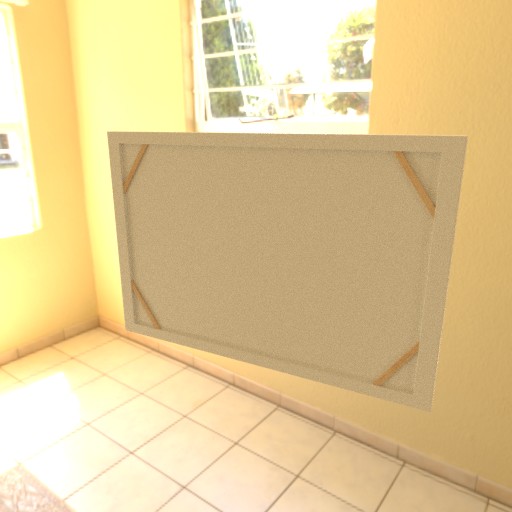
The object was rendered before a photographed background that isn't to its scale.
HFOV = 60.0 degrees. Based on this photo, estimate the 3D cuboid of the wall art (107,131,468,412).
[{"bbox_3d":[0.000,0.000,1.139,0.914,0.609,0.038,8,19,26],"label":"wall art"}]
